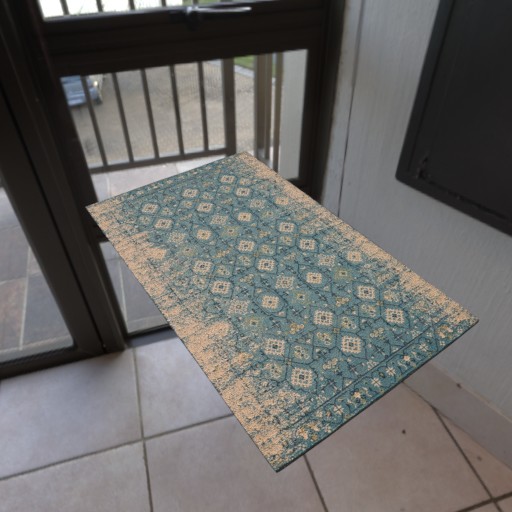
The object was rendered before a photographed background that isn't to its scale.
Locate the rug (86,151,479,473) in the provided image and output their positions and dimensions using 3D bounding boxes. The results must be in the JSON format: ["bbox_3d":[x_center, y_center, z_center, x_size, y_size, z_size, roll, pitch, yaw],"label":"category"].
[{"bbox_3d":[0.000,0.000,2.202,1.102,0.008,1.795,-26,48,-25],"label":"rug"}]
